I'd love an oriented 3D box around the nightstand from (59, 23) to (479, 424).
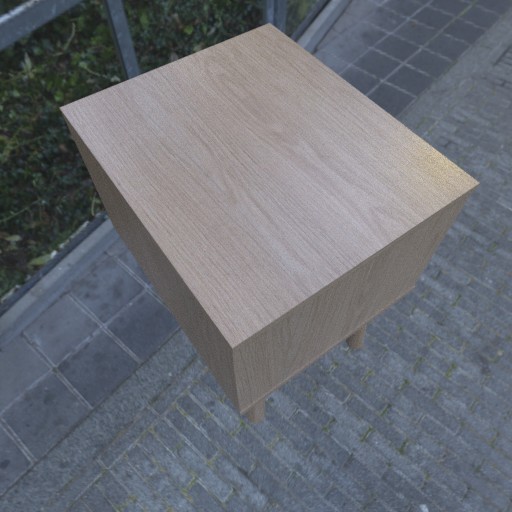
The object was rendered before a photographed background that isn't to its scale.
[{"bbox_3d":[0.000,0.000,0.844,0.380,0.571,0.450,-31,62,-18],"label":"nightstand"}]
